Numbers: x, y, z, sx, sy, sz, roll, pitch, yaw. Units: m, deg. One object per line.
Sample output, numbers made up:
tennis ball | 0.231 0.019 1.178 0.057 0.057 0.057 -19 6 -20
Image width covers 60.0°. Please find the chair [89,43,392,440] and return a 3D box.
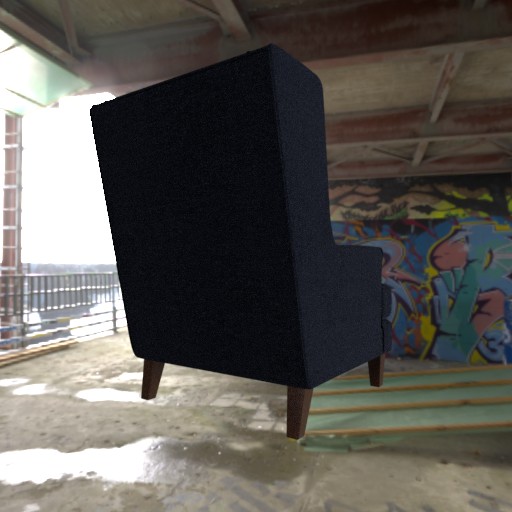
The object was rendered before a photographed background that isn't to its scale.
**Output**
chair | 0.000 0.000 1.696 0.764 1.072 0.947 -1 -1 35
